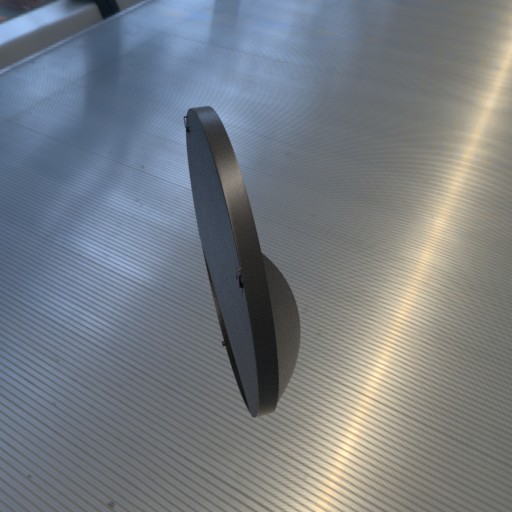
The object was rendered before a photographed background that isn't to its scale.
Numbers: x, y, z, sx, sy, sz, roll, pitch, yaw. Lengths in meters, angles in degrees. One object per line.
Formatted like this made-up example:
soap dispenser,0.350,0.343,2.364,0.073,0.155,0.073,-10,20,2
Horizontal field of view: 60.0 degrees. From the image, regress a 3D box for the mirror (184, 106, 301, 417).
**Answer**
mirror,0.000,0.000,0.691,0.133,0.457,0.457,-12,48,-11
